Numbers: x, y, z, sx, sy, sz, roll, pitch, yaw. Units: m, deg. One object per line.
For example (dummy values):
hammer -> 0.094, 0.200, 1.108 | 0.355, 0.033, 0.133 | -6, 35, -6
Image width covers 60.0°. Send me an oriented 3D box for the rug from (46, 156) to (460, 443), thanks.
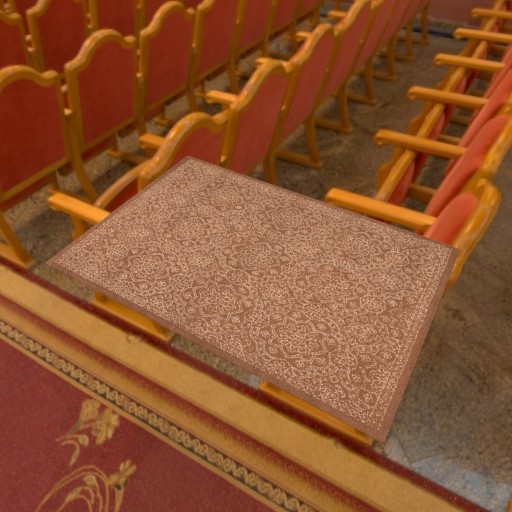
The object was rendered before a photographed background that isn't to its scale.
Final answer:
rug -> 0.000, 0.000, 2.930 | 2.286, 0.011, 1.524 | 23, 49, 22
